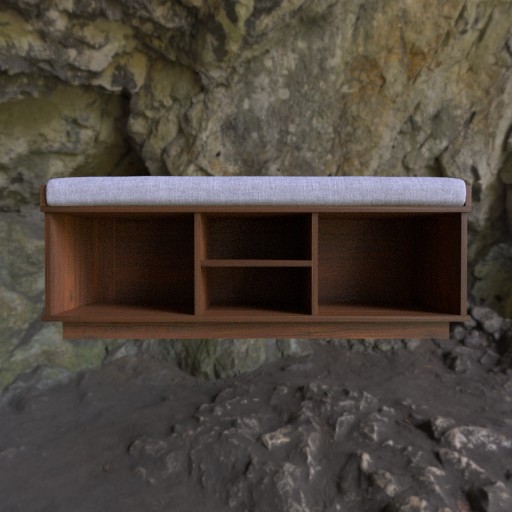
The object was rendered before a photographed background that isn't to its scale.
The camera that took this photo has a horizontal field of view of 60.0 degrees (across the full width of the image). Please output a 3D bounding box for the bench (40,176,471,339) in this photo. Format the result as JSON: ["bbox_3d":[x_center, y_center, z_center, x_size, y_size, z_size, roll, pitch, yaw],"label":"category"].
[{"bbox_3d":[0.000,0.000,1.399,1.196,0.468,0.367,0,1,0],"label":"bench"}]
